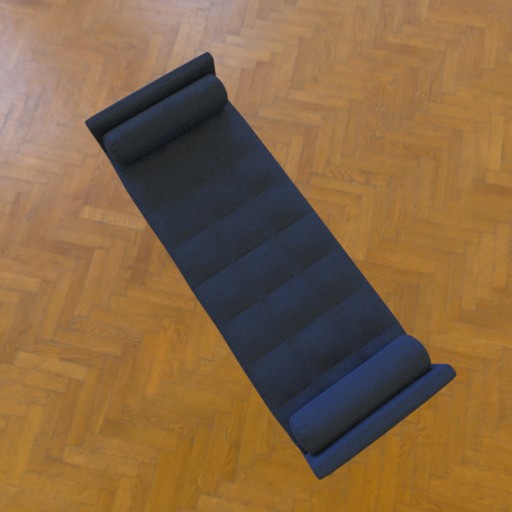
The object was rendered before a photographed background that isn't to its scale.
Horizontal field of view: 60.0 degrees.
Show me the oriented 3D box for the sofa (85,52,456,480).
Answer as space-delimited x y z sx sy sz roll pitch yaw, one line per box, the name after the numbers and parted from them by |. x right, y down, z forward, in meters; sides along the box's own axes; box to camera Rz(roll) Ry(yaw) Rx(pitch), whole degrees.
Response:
0.000 0.000 2.451 0.797 0.657 2.102 -33 78 -8 | sofa
